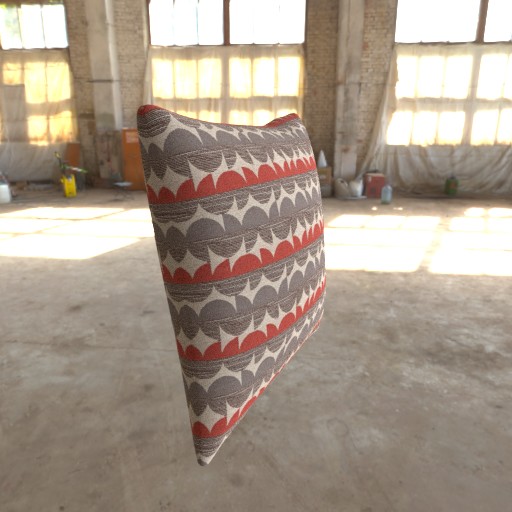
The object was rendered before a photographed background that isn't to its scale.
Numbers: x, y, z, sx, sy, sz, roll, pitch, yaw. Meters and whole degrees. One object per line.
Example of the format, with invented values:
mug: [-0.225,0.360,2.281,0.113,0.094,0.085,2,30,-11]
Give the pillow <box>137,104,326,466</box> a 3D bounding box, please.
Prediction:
pillow: [0.000,0.000,0.651,0.180,0.410,0.420,8,18,25]
